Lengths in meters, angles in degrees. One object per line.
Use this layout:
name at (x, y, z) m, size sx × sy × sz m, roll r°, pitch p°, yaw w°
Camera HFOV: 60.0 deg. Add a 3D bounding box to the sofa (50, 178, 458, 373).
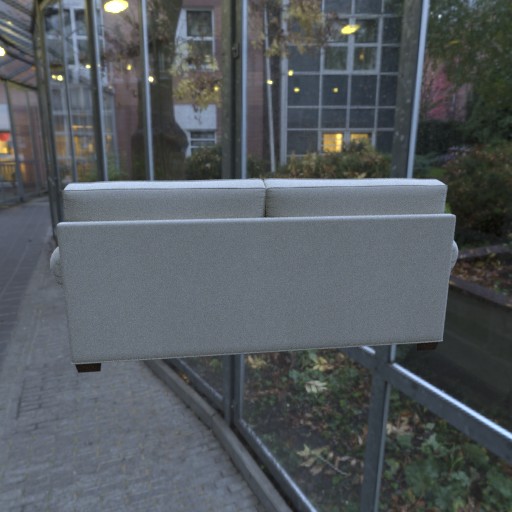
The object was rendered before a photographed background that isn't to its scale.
sofa at (0.000, 0.000, 2.674) m, size 2.146 × 0.962 × 0.901 m, roll -2°, pitch 14°, yaw -8°
